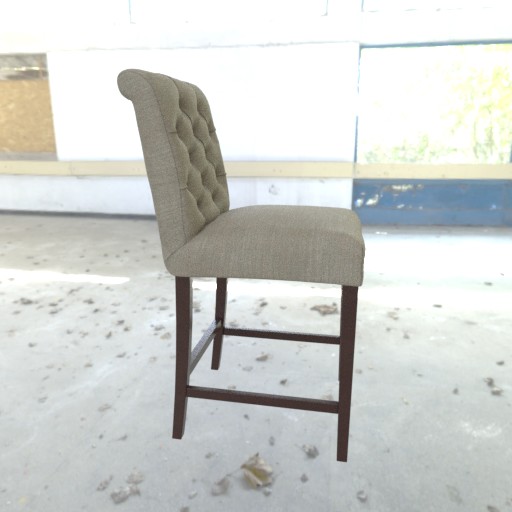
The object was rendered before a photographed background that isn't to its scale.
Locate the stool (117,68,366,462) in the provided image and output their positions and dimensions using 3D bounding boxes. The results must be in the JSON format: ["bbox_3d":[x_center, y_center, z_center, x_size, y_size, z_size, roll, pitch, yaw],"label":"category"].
[{"bbox_3d":[0.000,0.000,1.417,0.660,1.084,0.486,3,16,10],"label":"stool"}]
